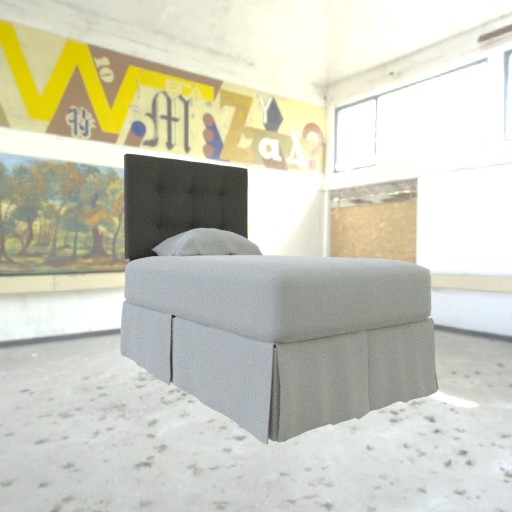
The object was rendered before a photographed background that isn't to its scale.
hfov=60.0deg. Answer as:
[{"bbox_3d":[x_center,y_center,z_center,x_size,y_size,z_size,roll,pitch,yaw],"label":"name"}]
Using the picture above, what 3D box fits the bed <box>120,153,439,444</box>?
[{"bbox_3d":[0.000,0.000,2.994,1.261,1.571,1.997,-1,1,-36],"label":"bed"}]
